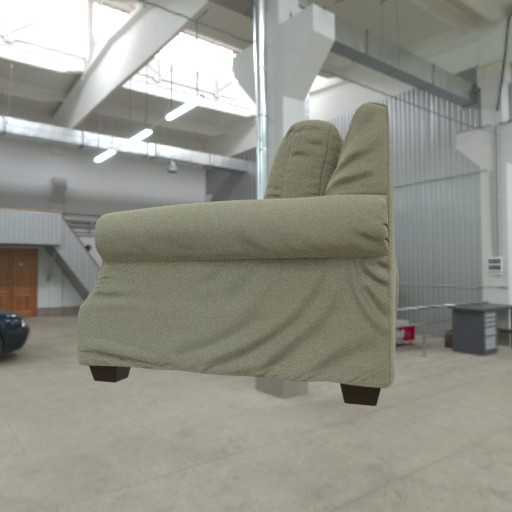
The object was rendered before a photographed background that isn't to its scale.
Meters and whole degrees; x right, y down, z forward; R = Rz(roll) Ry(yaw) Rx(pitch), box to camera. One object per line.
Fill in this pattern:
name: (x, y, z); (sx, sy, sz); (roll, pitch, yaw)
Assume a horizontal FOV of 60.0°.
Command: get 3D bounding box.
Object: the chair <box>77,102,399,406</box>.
chair: (0.000, 0.000, 1.737); (1.066, 0.866, 0.940); (-1, -2, 18)
